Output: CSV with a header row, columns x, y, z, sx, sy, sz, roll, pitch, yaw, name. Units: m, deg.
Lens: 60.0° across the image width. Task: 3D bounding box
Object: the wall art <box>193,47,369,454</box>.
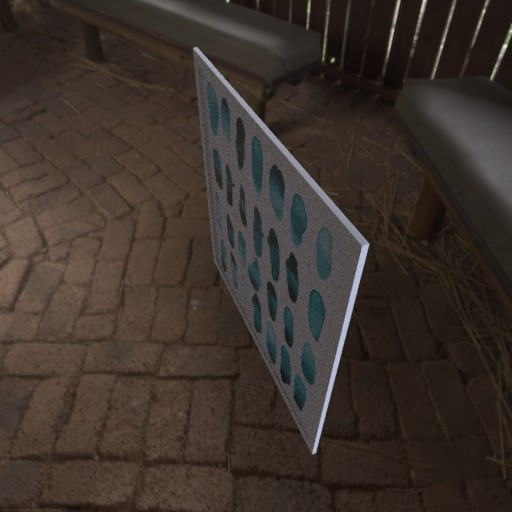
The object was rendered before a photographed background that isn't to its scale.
x,y,z,sx,sy,sz,roll,pitch,yaw,name
0.000,0.000,0.827,0.009,0.559,0.558,-17,48,-16,wall art
